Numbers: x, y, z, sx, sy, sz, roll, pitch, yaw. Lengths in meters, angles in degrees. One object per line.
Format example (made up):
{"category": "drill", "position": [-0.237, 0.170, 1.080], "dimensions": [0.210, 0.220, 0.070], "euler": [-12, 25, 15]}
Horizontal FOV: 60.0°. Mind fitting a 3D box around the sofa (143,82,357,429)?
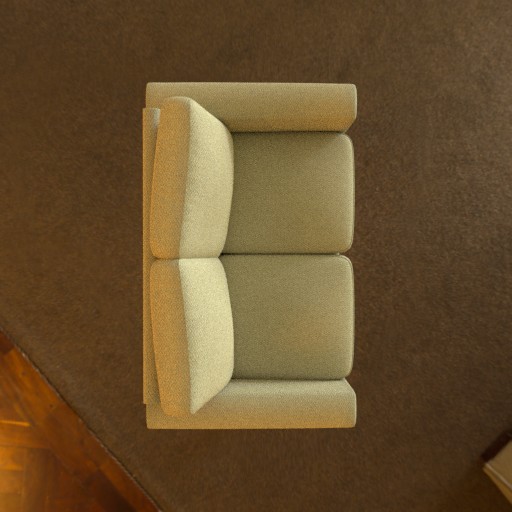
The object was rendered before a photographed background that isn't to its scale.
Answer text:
{"category": "sofa", "position": [0.000, 0.000, 2.181], "dimensions": [1.016, 0.873, 1.616], "euler": [0, 90, -1]}
